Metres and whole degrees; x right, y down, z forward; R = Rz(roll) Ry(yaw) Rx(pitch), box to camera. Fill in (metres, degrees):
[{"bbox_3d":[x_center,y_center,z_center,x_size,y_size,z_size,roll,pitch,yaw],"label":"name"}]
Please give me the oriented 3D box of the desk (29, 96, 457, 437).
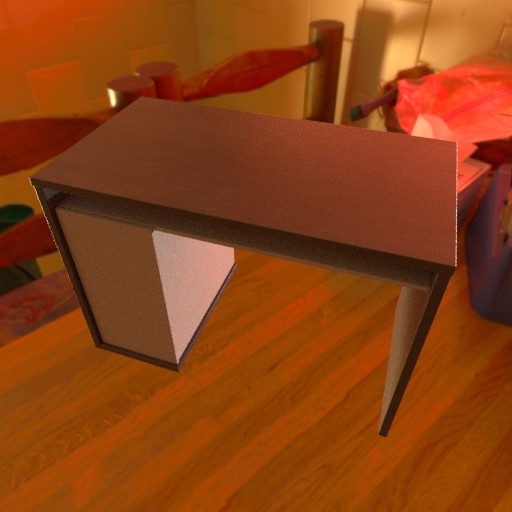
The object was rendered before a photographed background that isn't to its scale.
[{"bbox_3d":[0.000,0.000,1.528,1.100,0.750,0.600,13,43,14],"label":"desk"}]
